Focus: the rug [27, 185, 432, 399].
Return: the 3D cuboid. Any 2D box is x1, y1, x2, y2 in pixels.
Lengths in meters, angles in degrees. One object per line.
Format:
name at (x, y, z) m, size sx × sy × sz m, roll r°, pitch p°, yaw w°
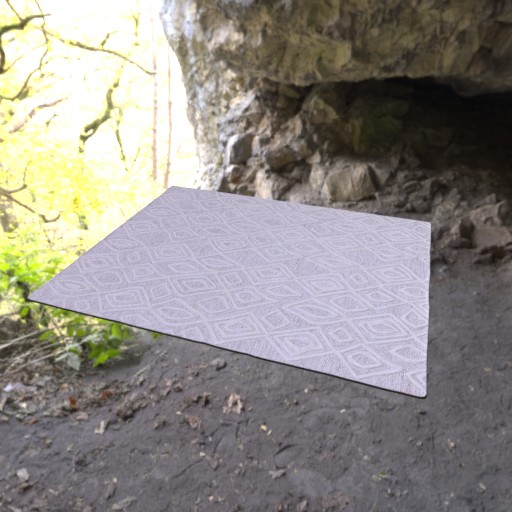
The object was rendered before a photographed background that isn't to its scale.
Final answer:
rug at (0.000, 0.000, 4.086) m, size 3.049 × 0.025 × 2.449 m, roll 10°, pitch 33°, yaw 16°
